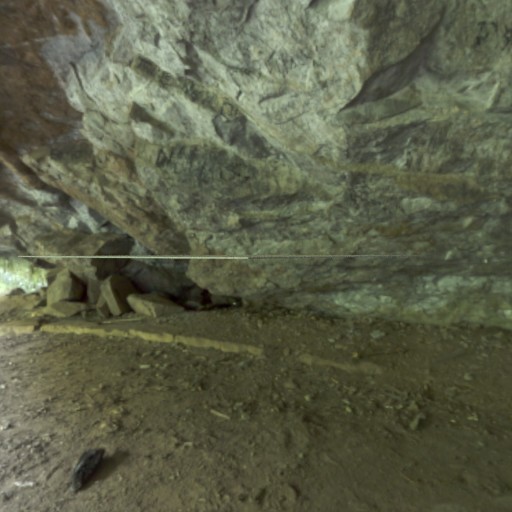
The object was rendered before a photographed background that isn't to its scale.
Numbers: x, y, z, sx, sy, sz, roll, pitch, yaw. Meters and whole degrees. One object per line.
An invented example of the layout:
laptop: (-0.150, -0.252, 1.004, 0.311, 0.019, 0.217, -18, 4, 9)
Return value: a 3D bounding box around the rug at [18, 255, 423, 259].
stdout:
rug: (0.000, 0.000, 2.298, 1.217, 0.005, 1.818, 0, 0, 35)
